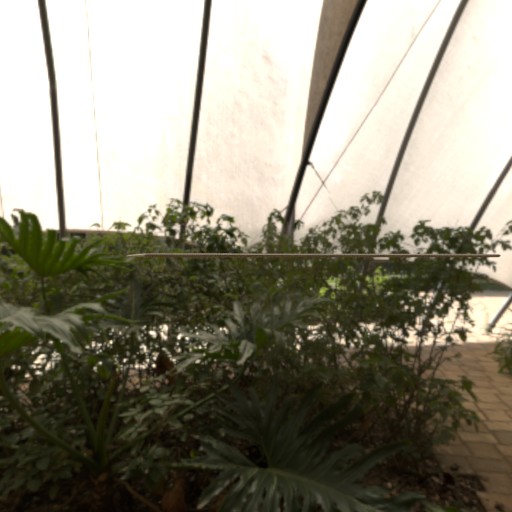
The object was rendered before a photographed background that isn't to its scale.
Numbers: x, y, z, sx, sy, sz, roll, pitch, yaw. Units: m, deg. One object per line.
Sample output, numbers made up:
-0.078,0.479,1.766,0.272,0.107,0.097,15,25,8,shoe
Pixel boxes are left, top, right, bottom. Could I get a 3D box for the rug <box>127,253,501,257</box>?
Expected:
0.000,0.000,2.799,1.528,0.014,2.294,0,0,-18,rug
